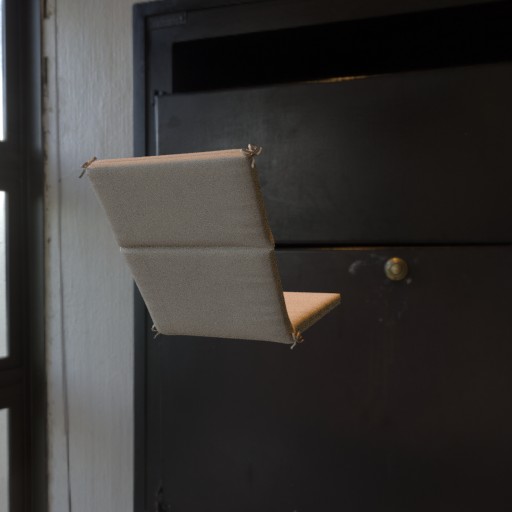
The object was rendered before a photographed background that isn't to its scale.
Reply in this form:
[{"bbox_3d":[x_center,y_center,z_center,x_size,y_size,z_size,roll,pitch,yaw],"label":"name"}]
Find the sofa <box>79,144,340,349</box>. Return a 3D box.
[{"bbox_3d":[0.000,0.000,1.985,0.582,0.622,1.663,0,1,19],"label":"sofa"}]
